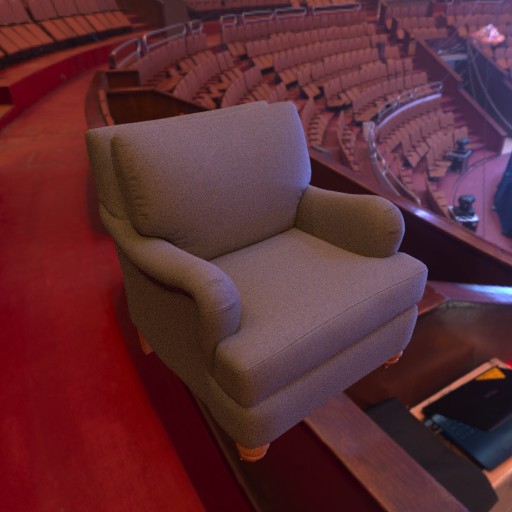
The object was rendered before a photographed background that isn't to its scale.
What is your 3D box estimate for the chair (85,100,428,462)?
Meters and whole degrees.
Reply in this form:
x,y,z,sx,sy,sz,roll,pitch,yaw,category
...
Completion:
x,y,z,sx,sy,sz,roll,pitch,yaw,category
0.000,0.000,1.808,0.955,1.038,1.070,-22,37,-32,chair
